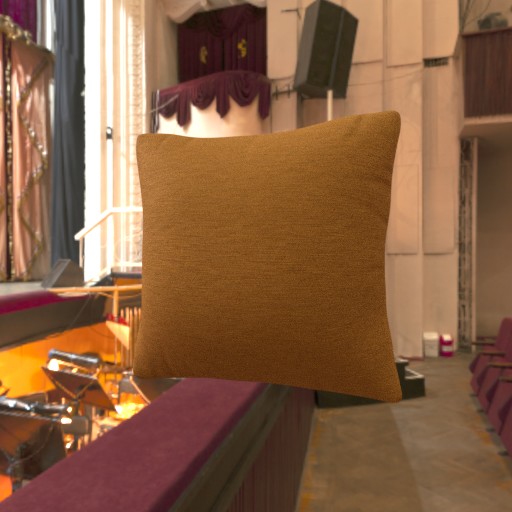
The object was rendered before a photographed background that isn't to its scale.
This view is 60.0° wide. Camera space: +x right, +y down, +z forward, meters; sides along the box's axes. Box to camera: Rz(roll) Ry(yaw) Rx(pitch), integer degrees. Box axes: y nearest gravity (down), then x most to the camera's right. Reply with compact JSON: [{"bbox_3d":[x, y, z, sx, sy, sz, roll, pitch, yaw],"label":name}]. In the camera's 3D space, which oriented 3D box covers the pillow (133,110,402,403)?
[{"bbox_3d":[0.000,0.000,0.695,0.435,0.417,0.247,0,0,18],"label":"pillow"}]
